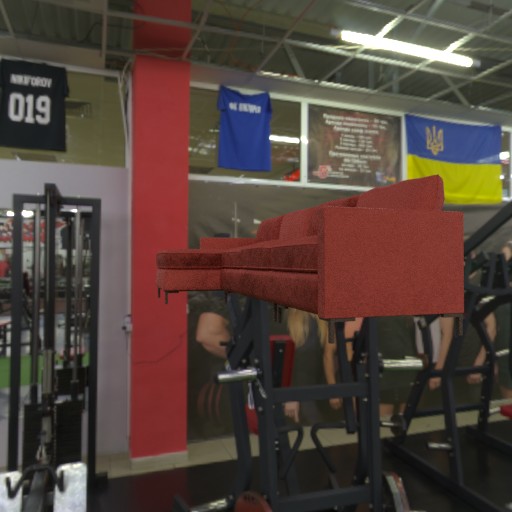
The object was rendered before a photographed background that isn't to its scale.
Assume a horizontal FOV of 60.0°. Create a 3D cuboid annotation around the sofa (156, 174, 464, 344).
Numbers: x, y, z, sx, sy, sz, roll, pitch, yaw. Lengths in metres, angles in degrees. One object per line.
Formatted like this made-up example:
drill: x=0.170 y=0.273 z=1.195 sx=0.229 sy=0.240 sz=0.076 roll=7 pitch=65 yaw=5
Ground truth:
sofa: x=0.000 y=0.000 z=3.985 sx=1.500 sy=0.967 sz=3.400 roll=0 pitch=-1 yaw=-17
